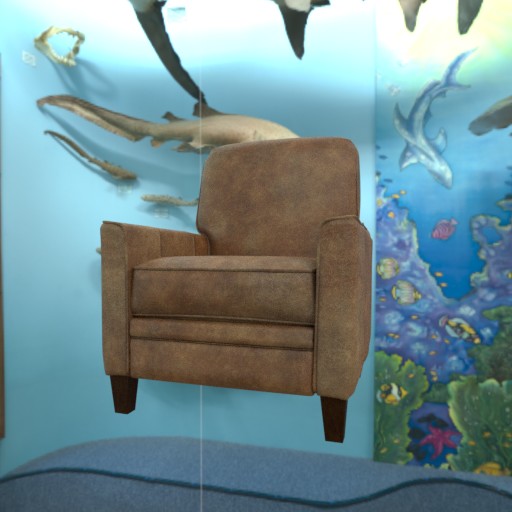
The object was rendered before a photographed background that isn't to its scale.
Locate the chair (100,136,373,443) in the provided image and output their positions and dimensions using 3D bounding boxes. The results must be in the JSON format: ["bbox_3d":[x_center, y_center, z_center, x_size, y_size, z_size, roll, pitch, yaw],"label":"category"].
[{"bbox_3d":[0.000,0.000,1.695,0.843,1.043,0.836,0,1,18],"label":"chair"}]
